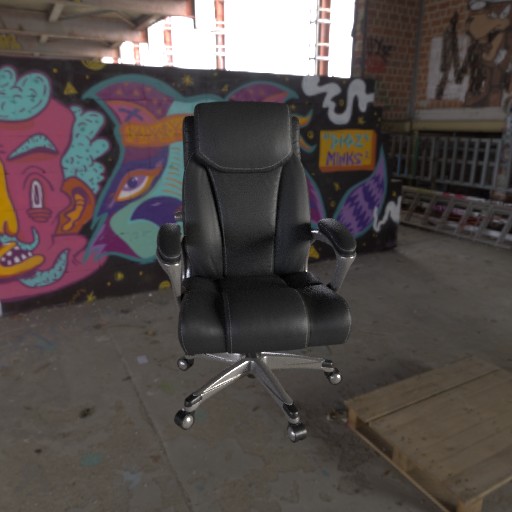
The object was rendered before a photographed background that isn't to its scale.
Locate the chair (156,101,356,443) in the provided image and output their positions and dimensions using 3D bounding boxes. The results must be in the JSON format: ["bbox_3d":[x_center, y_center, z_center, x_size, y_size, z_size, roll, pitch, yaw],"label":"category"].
[{"bbox_3d":[0.000,0.000,1.722,0.741,1.167,0.784,-2,16,-8],"label":"chair"}]
